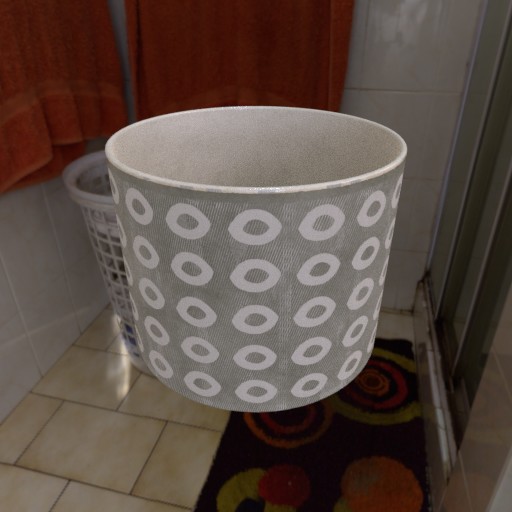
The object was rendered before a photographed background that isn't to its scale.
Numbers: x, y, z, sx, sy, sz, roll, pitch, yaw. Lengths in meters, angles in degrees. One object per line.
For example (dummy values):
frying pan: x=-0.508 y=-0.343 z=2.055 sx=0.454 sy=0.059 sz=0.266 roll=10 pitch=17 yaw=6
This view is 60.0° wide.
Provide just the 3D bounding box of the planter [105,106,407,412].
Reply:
planter: x=0.000 y=0.000 z=0.335 sx=0.190 sy=0.181 sz=0.190 roll=0 pitch=30 yaw=0
